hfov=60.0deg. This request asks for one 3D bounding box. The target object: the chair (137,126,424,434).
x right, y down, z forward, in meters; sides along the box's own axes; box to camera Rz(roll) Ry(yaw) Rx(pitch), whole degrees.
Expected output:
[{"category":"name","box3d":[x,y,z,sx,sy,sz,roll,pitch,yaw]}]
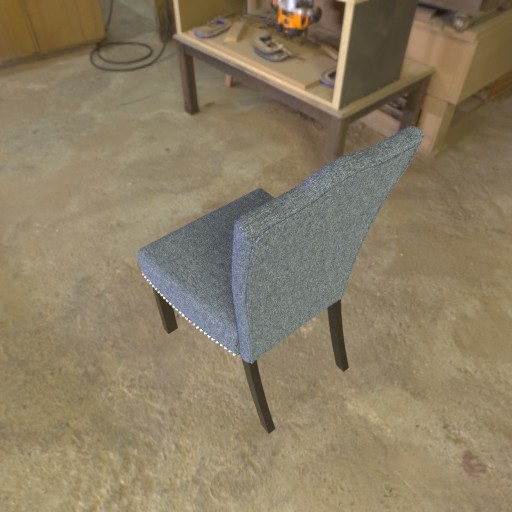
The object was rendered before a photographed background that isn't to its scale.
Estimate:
[{"category":"chair","box3d":[0.000,0.000,1.311,0.518,0.946,0.589,-31,54,-25]}]
